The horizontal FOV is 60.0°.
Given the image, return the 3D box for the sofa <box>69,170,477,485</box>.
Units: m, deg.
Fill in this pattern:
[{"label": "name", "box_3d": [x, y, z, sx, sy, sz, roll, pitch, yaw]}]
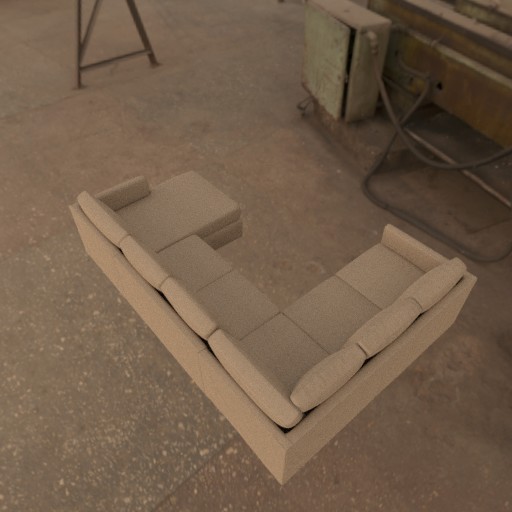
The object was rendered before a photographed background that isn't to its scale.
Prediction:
[{"label": "sofa", "box_3d": [0.000, 0.000, 4.609, 2.427, 0.882, 3.460, -31, 53, -27]}]
